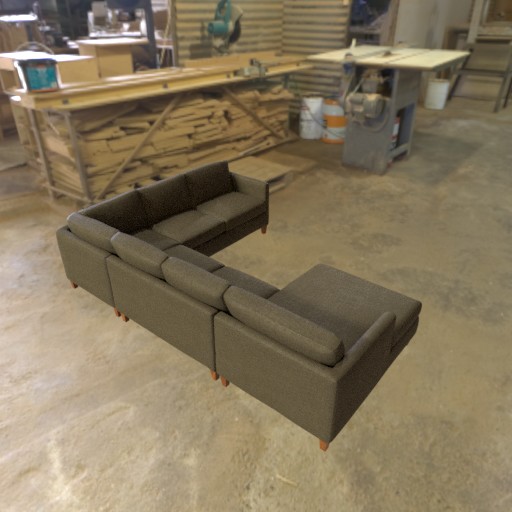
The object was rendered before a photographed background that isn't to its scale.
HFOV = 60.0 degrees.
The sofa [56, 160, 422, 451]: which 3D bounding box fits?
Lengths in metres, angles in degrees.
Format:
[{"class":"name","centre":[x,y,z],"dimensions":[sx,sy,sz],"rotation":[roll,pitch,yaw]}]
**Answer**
[{"class":"sofa","centre":[0.000,0.000,4.729],"dimensions":[3.460,0.961,2.594],"rotation":[22,37,33]}]
